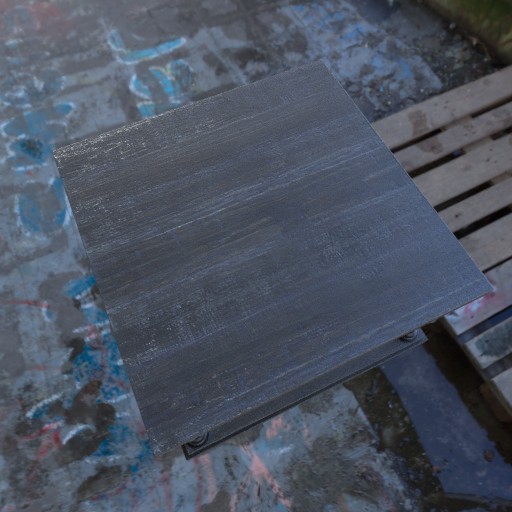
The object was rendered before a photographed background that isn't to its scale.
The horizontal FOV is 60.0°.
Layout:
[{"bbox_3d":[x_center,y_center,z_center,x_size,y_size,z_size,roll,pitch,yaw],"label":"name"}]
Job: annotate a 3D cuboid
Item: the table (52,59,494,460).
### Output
[{"bbox_3d":[0.000,0.000,1.113,0.696,0.400,0.696,-23,66,-11],"label":"table"}]
